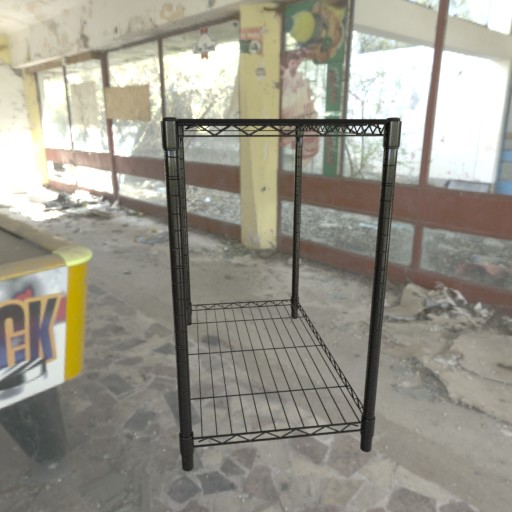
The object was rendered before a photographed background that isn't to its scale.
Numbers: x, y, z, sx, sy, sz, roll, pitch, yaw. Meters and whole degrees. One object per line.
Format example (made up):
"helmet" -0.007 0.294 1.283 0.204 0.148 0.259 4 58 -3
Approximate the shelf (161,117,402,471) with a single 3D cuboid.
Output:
"shelf" 0.000 0.000 0.958 0.338 0.564 0.589 -2 17 -8
